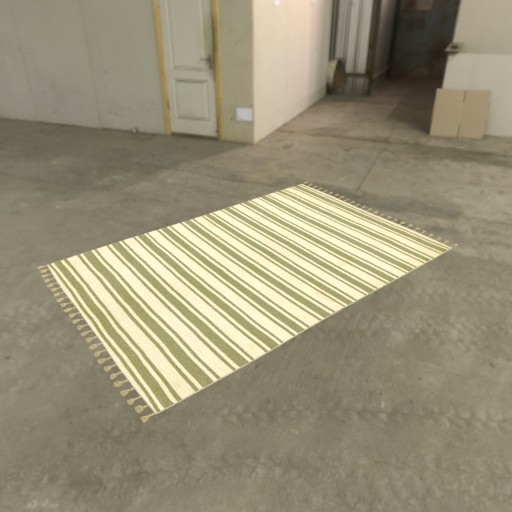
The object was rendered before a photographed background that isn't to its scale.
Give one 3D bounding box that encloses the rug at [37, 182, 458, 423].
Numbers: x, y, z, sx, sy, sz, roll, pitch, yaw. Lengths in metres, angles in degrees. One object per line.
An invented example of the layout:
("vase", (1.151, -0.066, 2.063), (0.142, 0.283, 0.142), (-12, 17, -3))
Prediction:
("rug", (0.000, 0.000, 2.994), (2.435, 0.018, 1.540), (-22, 37, -32))
